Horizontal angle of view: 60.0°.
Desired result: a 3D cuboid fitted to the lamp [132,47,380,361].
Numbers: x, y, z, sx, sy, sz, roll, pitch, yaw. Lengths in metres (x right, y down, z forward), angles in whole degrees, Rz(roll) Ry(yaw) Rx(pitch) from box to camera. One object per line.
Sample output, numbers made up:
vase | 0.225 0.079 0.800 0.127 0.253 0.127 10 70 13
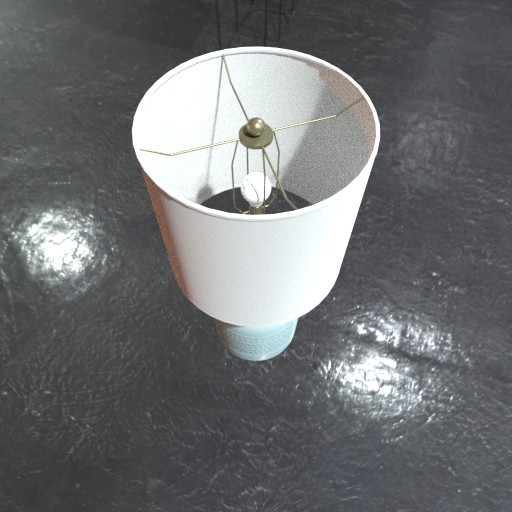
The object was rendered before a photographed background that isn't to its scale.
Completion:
lamp | 0.000 0.000 1.122 0.418 0.871 0.418 17 60 11
